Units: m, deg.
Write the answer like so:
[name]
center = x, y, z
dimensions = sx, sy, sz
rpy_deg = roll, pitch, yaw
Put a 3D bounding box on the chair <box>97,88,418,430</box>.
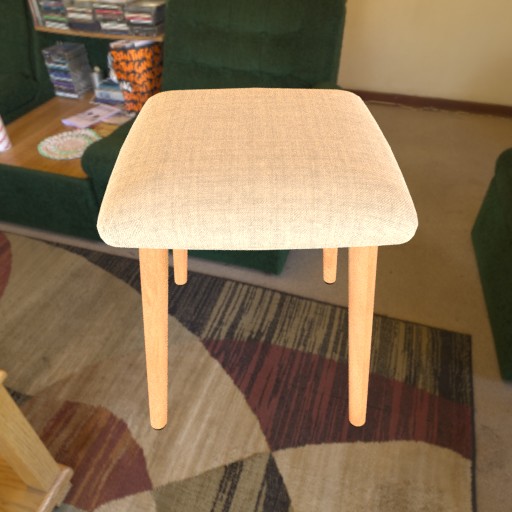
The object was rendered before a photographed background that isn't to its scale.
[chair]
center = 0.000, 0.000, 0.689
dimensions = 0.350, 0.440, 0.350
rpy_deg = -1, 42, -1
